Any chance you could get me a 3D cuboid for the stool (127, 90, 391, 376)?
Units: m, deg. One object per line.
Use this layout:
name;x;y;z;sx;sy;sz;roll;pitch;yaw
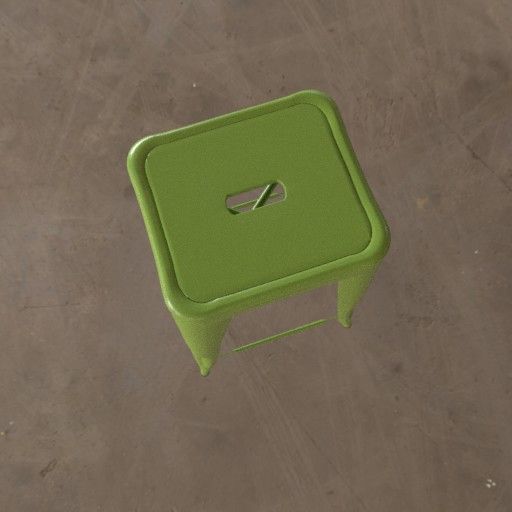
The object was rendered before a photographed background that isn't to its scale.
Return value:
stool;0.000;0.000;0.853;0.398;0.609;0.358;-18;76;-4
